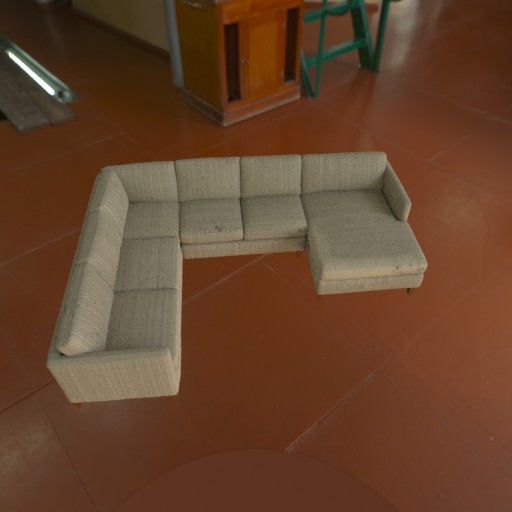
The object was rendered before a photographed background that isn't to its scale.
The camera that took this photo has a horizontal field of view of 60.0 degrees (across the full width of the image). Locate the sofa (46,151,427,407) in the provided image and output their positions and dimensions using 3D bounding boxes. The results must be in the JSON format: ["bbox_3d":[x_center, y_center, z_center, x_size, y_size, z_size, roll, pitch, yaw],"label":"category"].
[{"bbox_3d":[0.000,0.000,4.519,3.460,0.961,2.594,-4,45,-4],"label":"sofa"}]
